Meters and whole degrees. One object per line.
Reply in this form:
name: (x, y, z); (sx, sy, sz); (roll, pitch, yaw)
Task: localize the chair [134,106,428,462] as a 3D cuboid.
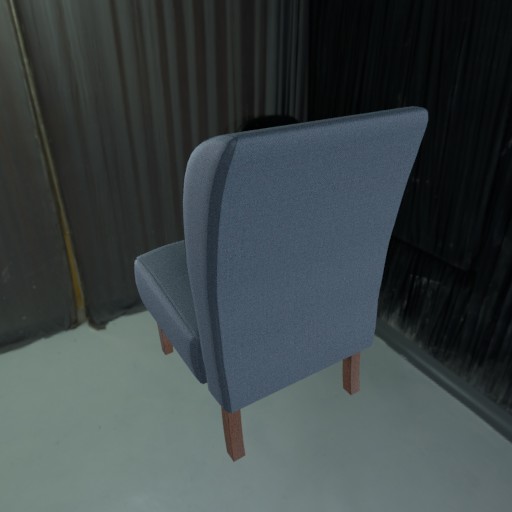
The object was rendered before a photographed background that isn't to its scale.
chair: (0.000, 0.000, 1.164); (0.513, 0.804, 0.592); (-18, 34, -28)
